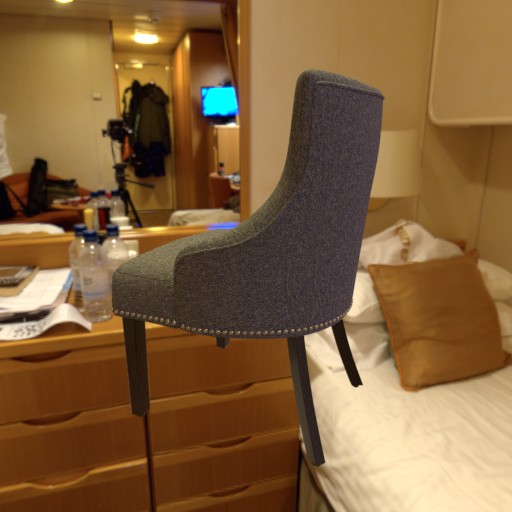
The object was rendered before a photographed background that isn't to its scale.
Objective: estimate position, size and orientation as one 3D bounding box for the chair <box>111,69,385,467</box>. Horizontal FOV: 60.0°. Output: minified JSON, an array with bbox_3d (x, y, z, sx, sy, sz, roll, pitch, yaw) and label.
[{"bbox_3d":[0.000,0.000,1.261,0.629,0.909,0.566,8,17,26],"label":"chair"}]
